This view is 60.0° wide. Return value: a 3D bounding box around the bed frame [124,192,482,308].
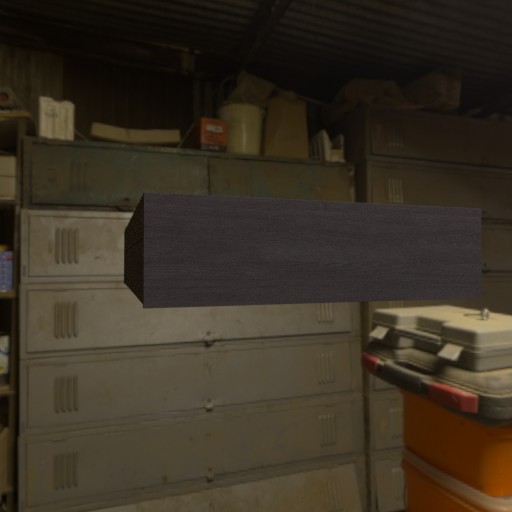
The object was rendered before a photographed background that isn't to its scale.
[{"bbox_3d":[0.000,0.000,2.648,1.448,0.459,1.944,0,-1,-18],"label":"bed frame"}]
